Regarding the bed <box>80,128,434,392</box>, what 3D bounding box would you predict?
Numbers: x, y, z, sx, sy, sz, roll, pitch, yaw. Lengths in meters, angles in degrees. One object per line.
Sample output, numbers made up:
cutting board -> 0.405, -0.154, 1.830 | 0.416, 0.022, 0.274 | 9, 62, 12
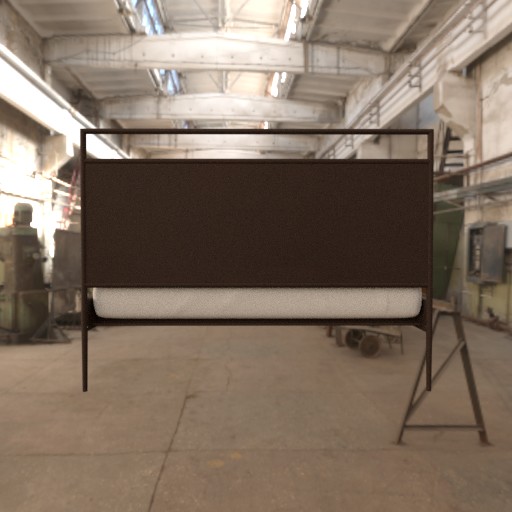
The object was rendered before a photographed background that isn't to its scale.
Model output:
bed -> 0.000, 0.000, 3.030 | 1.572, 1.173, 2.122 | 0, 1, 0
